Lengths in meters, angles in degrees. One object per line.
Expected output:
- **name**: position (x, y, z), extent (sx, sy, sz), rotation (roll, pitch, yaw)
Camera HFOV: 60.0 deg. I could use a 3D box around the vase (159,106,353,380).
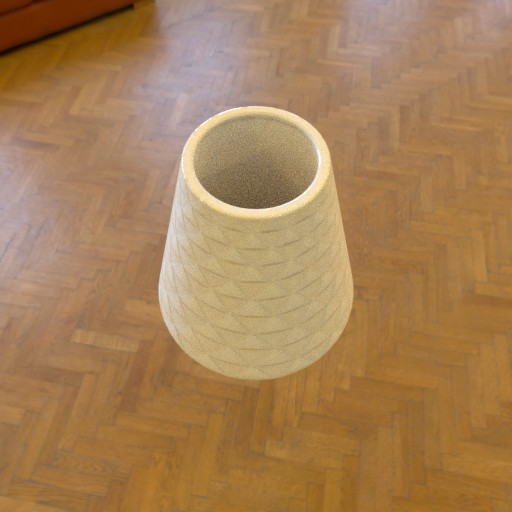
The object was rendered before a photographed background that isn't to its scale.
- **vase**: position (0.000, 0.000, 0.359), extent (0.175, 0.230, 0.175), rotation (0, 60, 0)
